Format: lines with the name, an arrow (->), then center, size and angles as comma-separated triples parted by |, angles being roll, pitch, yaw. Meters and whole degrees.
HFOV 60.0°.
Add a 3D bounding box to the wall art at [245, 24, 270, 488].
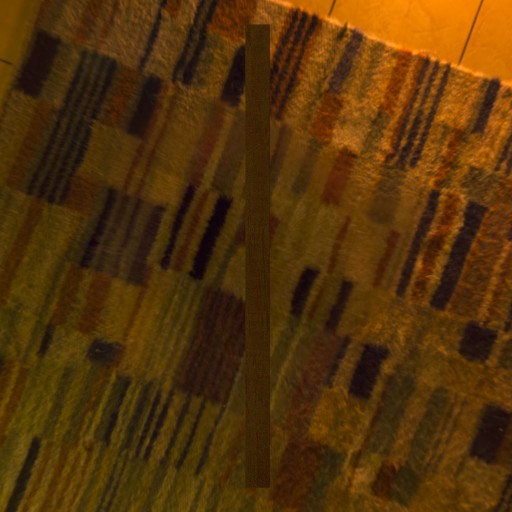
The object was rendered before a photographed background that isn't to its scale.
wall art -> 0.000, 0.000, 1.766 | 0.070, 1.009, 1.320 | 0, 90, -1
